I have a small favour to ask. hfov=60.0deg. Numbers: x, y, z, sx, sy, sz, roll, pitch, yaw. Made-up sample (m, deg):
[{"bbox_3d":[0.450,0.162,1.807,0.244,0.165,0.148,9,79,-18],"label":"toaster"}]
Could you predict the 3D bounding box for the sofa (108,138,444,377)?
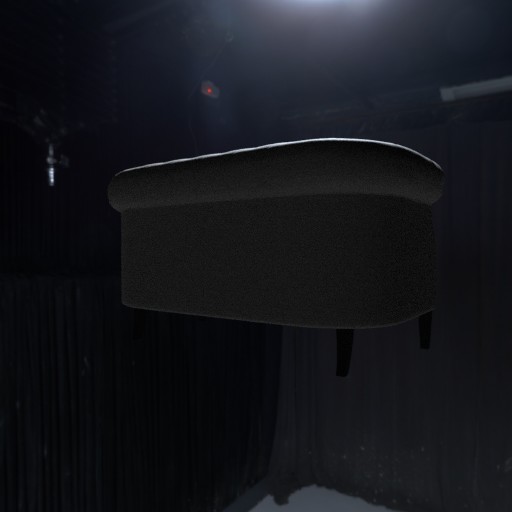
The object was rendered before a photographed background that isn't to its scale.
[{"bbox_3d":[0.000,0.000,2.073,1.558,0.827,0.835,1,1,35],"label":"sofa"}]
